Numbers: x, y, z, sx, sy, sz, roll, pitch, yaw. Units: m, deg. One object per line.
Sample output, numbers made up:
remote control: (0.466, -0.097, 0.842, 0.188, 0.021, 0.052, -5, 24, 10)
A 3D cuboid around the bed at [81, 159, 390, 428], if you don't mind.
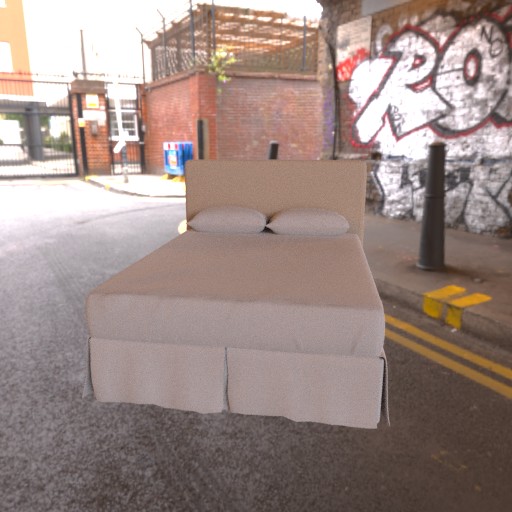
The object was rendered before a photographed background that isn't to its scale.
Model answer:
bed: (0.000, 0.000, 3.285, 1.748, 1.330, 2.142, 2, 14, 8)
